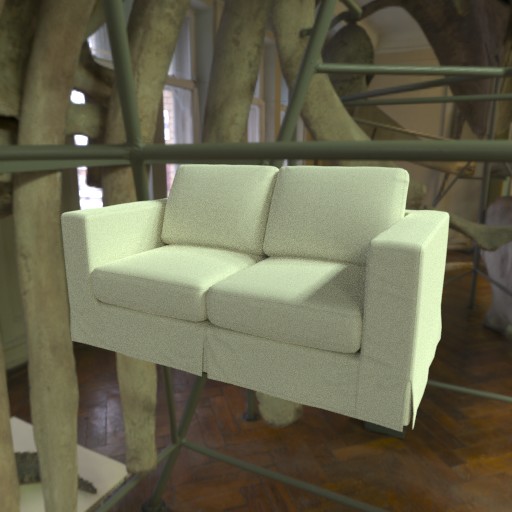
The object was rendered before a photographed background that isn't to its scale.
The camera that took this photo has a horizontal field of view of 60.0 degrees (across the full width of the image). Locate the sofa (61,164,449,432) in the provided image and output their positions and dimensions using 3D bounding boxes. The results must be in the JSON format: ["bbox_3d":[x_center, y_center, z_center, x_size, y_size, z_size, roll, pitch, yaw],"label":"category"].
[{"bbox_3d":[0.000,0.000,2.354,1.813,0.932,1.009,7,15,27],"label":"sofa"}]
